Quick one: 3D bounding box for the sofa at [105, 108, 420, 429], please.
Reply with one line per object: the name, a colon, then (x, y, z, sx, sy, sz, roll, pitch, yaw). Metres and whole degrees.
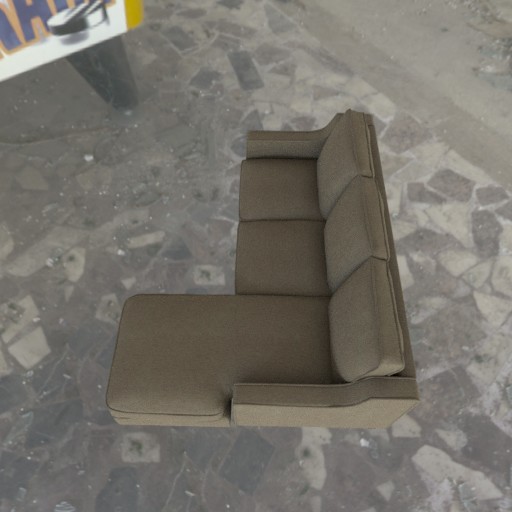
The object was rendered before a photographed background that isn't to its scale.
sofa: (0.000, 0.000, 3.282, 1.858, 1.081, 2.317, 1, 58, 1)
